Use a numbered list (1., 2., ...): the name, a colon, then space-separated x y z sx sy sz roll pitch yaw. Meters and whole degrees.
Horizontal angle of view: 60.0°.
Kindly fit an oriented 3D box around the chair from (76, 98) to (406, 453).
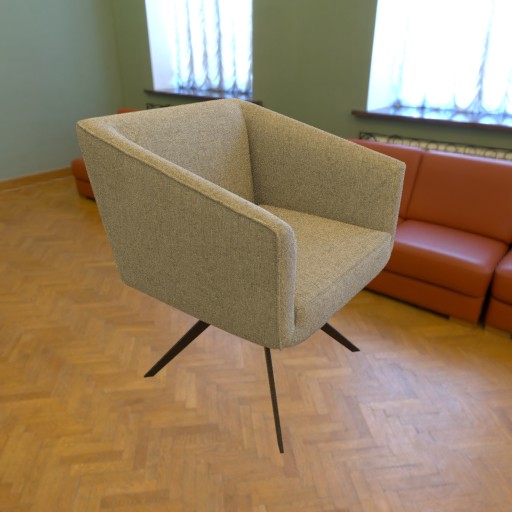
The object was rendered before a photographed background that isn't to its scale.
1. chair: 0.000 0.000 1.255 0.623 0.760 0.628 18 31 33
